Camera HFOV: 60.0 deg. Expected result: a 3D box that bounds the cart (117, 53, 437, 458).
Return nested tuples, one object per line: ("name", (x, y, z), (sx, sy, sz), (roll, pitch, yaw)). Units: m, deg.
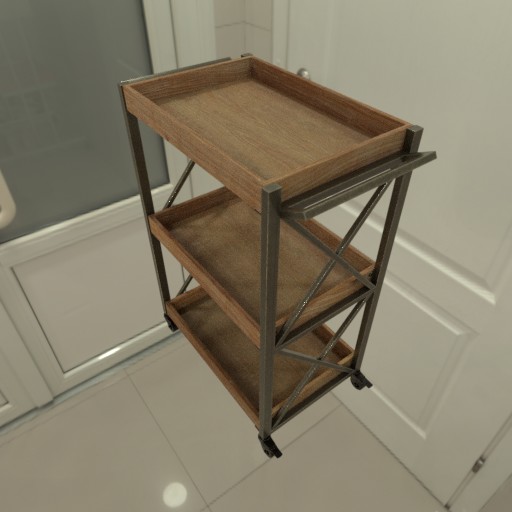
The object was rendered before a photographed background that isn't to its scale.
("cart", (0.000, 0.000, 1.188), (0.377, 0.835, 0.673), (-26, 47, -27))
